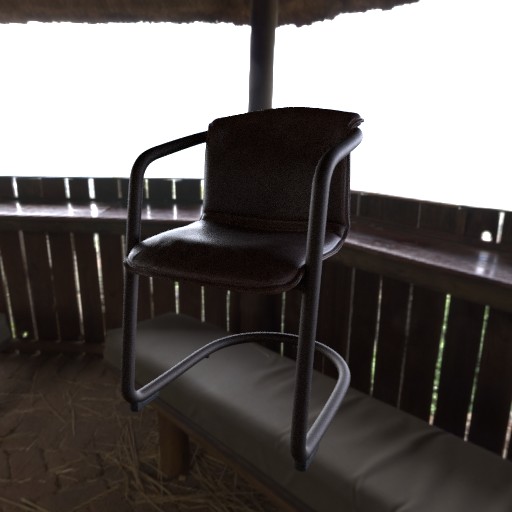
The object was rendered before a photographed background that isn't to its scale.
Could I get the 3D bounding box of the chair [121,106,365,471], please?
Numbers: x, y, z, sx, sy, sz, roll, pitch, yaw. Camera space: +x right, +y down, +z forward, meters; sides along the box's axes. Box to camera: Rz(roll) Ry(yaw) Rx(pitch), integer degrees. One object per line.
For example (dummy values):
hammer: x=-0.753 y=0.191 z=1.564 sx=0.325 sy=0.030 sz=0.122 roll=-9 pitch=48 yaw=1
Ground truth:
chair: x=0.000 y=0.000 z=1.254 sx=0.536 sy=0.836 sz=0.664 roll=7 pitch=16 yaw=27
